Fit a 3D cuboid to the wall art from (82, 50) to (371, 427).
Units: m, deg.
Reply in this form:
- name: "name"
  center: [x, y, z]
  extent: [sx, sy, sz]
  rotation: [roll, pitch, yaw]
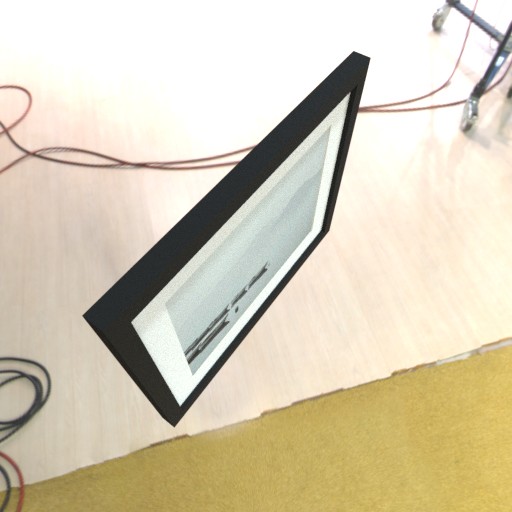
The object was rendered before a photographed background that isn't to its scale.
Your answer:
- name: "wall art"
  center: [0.000, 0.000, 0.754]
  extent: [0.030, 0.454, 0.554]
  rotation: [32, 63, 18]
